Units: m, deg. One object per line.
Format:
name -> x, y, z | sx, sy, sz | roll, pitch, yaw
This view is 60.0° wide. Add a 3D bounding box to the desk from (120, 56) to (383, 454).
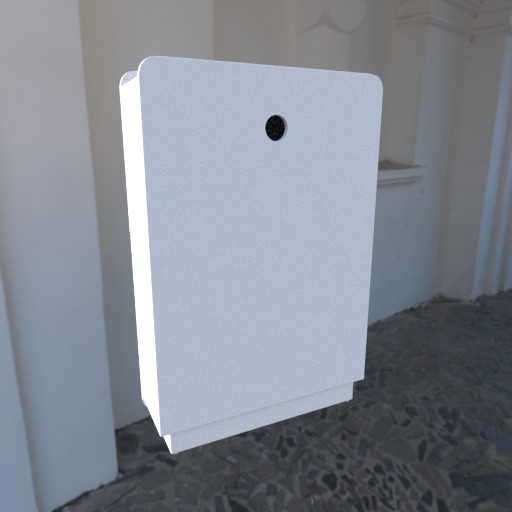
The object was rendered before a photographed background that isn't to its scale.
desk -> 0.000, 0.000, 1.539 | 0.795, 1.190, 0.278 | -7, 16, -25
